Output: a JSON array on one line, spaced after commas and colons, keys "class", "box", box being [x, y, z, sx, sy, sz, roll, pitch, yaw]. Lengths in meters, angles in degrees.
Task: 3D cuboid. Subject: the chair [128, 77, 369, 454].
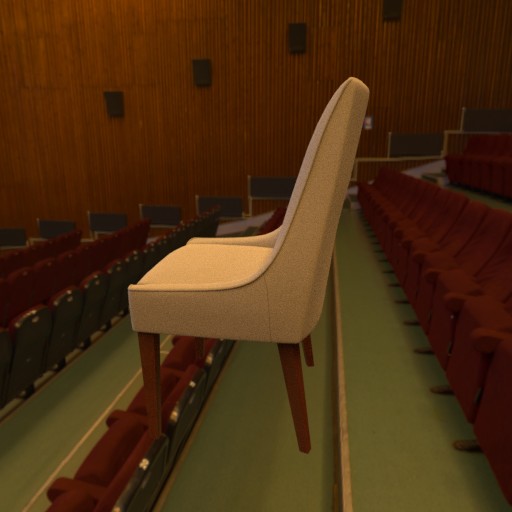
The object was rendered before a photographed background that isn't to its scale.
[{"class": "chair", "box": [0.000, 0.000, 1.202, 0.544, 0.861, 0.529, 2, 15, 8]}]
